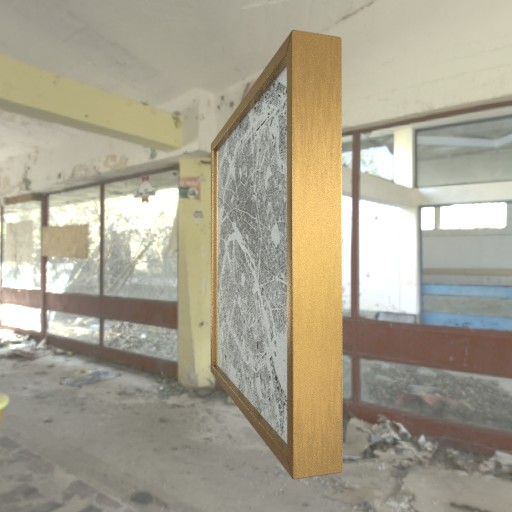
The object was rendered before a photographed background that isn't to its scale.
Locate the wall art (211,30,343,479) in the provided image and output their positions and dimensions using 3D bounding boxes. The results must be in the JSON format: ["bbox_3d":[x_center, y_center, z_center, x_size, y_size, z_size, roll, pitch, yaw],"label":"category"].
[{"bbox_3d":[0.000,0.000,0.451,0.037,0.305,0.305,0,-1,-16],"label":"wall art"}]
